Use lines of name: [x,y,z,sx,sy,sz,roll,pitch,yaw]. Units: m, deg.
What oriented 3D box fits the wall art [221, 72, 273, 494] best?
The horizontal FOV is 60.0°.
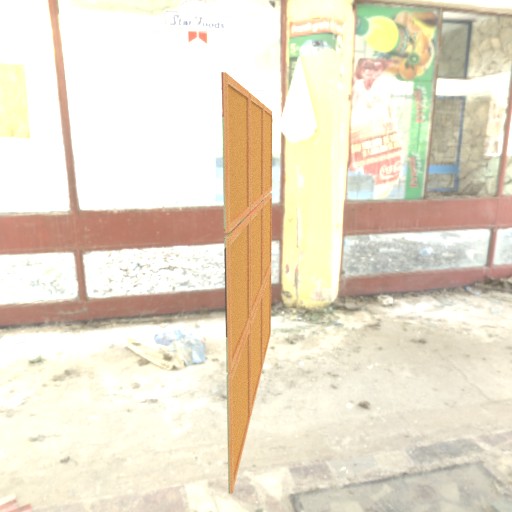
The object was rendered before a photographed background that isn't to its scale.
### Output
wall art: [0.000,0.000,1.811,0.013,1.220,1.216,2,14,7]
